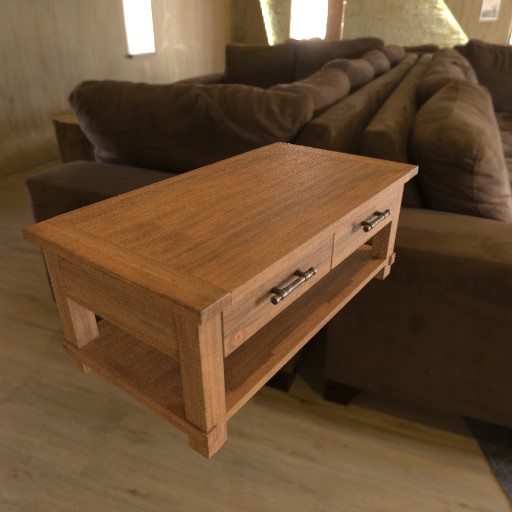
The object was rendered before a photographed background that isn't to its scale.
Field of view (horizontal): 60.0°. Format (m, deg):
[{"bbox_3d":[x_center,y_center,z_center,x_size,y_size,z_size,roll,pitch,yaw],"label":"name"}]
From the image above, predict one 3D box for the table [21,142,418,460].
[{"bbox_3d":[0.000,0.000,1.613,0.693,0.494,1.270,19,33,32],"label":"table"}]
